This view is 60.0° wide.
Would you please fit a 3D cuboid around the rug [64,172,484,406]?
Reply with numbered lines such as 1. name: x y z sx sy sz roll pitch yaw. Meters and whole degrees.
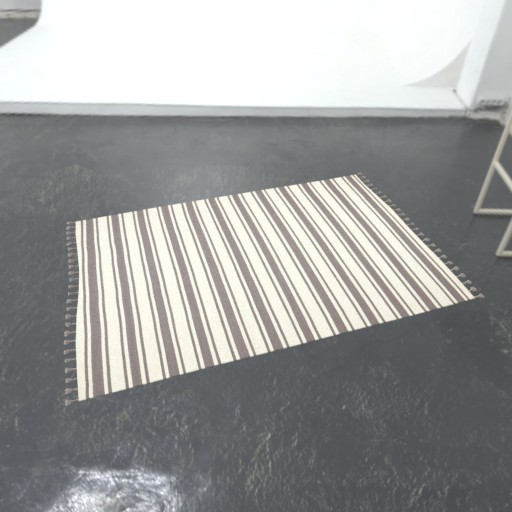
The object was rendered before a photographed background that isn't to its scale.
1. rug: 0.000 0.000 2.959 2.425 0.014 1.563 -12 42 -13
